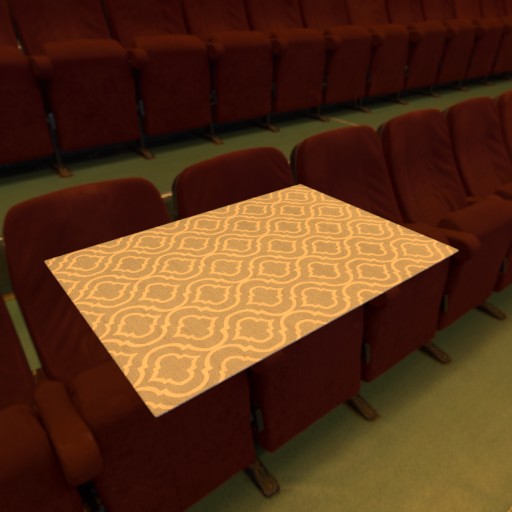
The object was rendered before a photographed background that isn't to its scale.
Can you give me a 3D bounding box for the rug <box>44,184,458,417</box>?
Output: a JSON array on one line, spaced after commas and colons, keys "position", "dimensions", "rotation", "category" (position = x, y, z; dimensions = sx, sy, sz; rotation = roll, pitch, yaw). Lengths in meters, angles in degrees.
[{"position": [0.000, 0.000, 2.705], "dimensions": [2.080, 0.010, 1.451], "rotation": [-21, 36, -32], "category": "rug"}]
